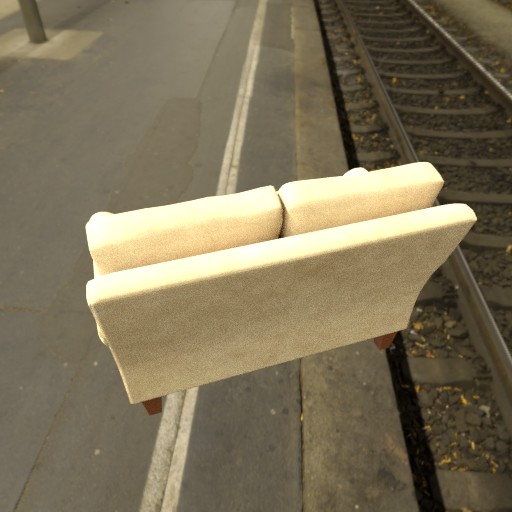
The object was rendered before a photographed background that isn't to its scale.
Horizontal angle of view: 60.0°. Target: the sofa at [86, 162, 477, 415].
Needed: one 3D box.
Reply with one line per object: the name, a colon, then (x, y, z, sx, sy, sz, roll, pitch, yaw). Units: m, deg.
sofa: (0.000, 0.000, 2.188, 1.498, 1.087, 1.086, -12, 42, -14)
